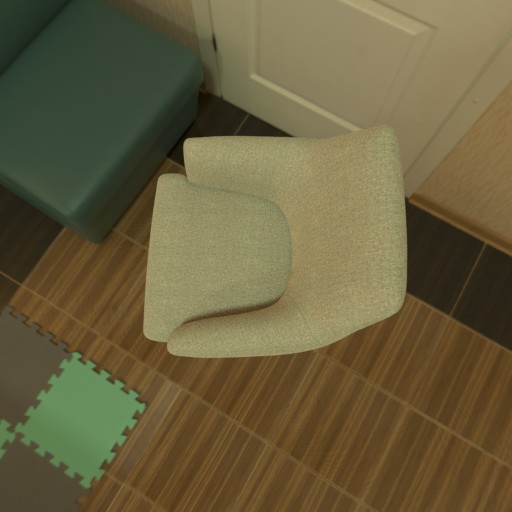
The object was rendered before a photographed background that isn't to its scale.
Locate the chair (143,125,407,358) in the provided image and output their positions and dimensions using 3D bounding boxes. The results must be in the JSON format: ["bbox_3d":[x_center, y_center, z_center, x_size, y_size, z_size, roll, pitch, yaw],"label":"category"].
[{"bbox_3d":[0.000,0.000,1.393,0.677,0.874,0.642,2,75,0],"label":"chair"}]
